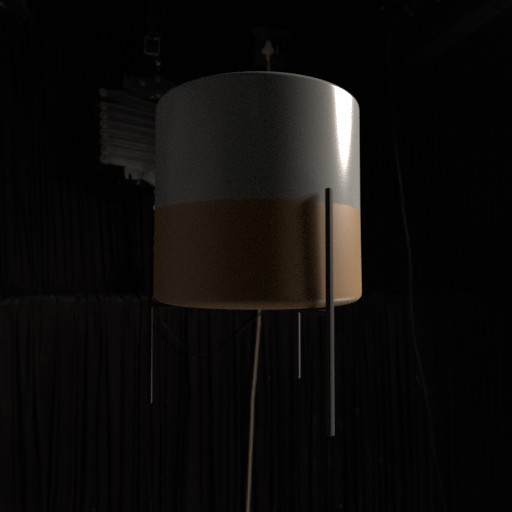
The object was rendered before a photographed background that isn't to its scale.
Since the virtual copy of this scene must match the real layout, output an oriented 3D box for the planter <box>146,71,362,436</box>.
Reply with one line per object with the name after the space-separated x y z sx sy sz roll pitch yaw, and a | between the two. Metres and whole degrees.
0.000 0.000 0.661 0.310 0.432 0.310 1 -2 -18 | planter
